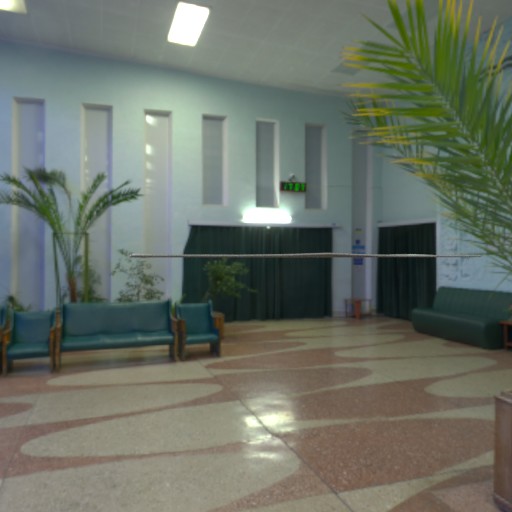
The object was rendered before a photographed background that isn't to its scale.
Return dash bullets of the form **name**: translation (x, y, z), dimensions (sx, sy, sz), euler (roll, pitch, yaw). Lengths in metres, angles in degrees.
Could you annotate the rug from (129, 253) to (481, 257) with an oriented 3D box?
- **rug**: translation (0.000, 0.000, 4.461), dimensions (2.428, 0.027, 3.333), euler (0, 0, -16)
